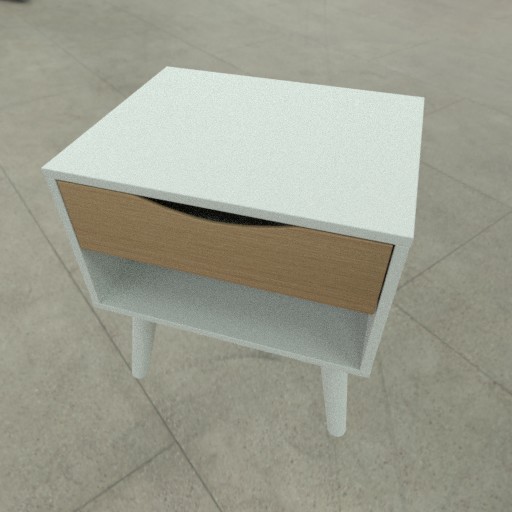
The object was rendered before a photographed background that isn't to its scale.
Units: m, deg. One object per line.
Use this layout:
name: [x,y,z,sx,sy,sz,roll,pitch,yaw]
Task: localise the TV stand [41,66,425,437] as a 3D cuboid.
TV stand: [0.000,0.000,0.900,0.508,0.559,0.405,12,44,13]
